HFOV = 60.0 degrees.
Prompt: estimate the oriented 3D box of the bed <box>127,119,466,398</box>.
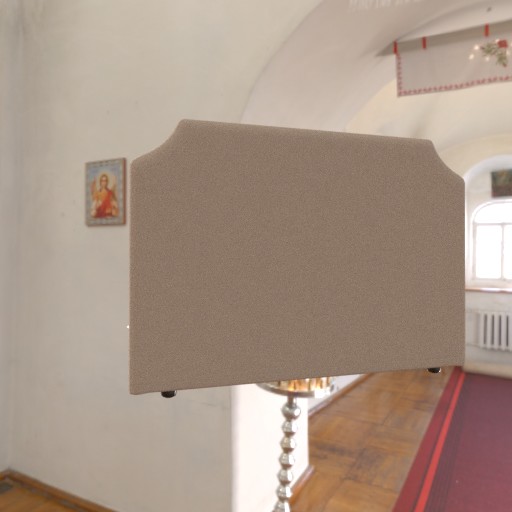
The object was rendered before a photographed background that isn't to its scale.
[{"bbox_3d":[0.000,0.000,3.267,1.828,1.301,2.204,0,1,-17],"label":"bed"}]
